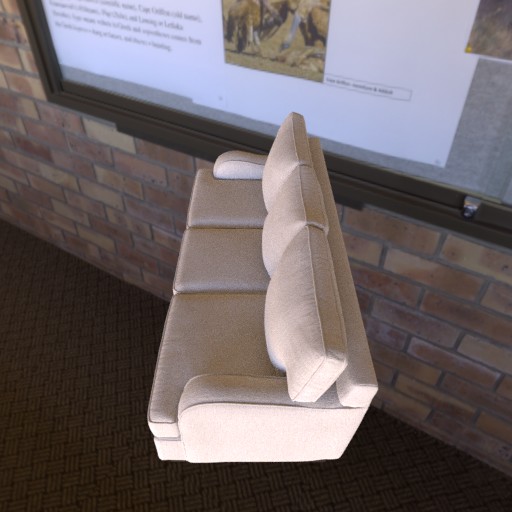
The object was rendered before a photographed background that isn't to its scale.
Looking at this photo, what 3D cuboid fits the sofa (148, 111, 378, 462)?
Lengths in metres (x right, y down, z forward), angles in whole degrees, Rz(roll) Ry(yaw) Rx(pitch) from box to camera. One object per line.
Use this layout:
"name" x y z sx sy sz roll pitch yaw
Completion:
"sofa" 0.000 0.000 2.852 1.016 0.991 2.323 0 41 0
